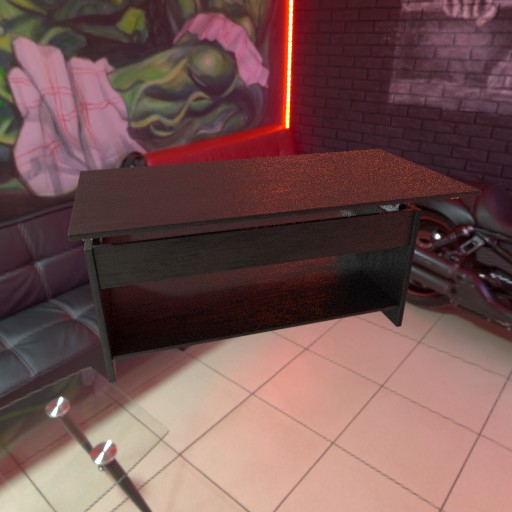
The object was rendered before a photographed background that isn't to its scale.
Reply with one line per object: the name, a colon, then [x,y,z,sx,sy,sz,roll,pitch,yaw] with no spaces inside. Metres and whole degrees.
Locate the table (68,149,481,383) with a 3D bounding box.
table: [0.000,0.000,1.444,1.000,0.570,0.712,-8,27,-15]
